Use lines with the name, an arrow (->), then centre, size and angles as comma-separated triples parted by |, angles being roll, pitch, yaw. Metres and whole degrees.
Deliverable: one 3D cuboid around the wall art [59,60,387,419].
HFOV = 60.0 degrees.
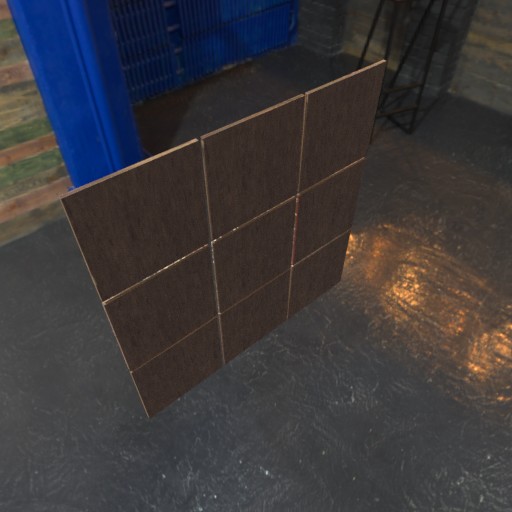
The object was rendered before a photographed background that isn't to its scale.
wall art -> 0.000, 0.000, 1.757 | 1.215, 1.213, 0.013 | -31, 54, -27
